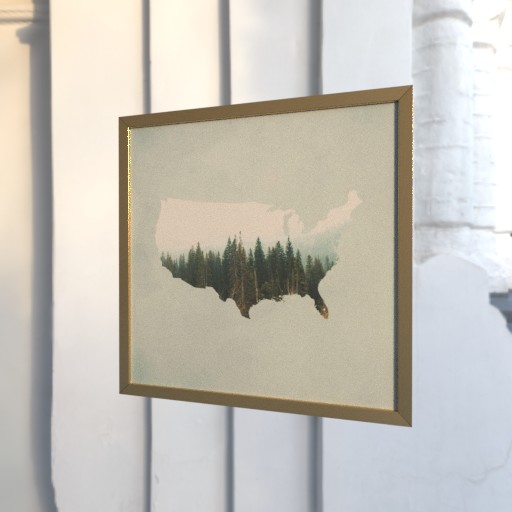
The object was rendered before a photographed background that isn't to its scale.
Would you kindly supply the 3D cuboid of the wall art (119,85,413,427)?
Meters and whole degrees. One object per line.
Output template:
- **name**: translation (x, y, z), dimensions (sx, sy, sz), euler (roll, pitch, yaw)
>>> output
- **wall art**: translation (0.000, 0.000, 0.458), dimensions (0.304, 0.304, 0.038), euler (0, 0, 18)
